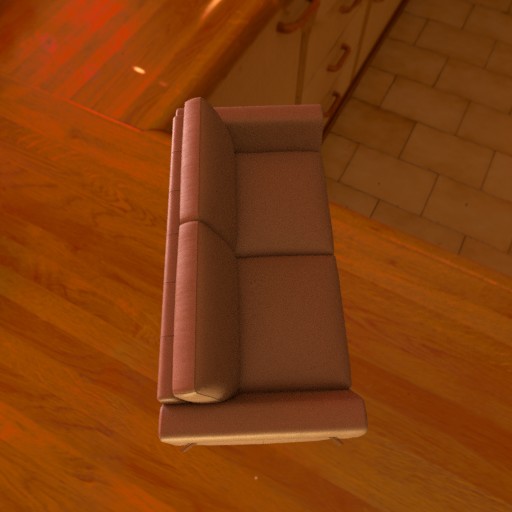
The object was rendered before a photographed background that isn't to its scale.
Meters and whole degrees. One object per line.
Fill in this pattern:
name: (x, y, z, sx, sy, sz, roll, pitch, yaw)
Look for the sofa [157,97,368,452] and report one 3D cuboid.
sofa: (0.000, 0.000, 2.582, 0.953, 0.875, 2.017, -2, 63, -1)
